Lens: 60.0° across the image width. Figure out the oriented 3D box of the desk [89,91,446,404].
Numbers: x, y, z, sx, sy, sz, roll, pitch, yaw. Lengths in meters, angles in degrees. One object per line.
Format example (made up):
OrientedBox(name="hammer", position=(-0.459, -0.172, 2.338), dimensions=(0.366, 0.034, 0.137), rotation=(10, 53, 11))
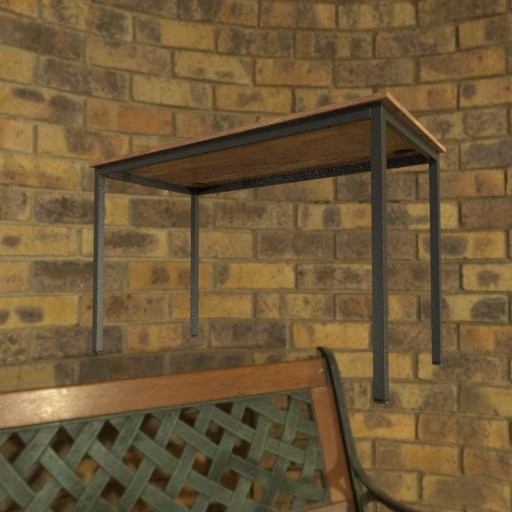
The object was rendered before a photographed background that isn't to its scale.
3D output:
OrientedBox(name="desk", position=(0.000, 0.000, 1.637), dimensions=(1.200, 0.749, 0.600), rotation=(-2, -3, 36))
